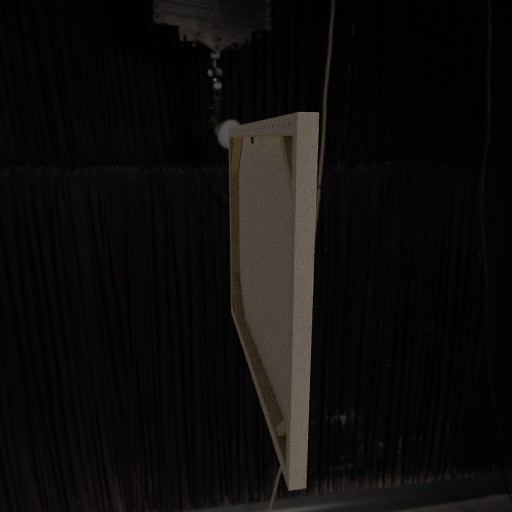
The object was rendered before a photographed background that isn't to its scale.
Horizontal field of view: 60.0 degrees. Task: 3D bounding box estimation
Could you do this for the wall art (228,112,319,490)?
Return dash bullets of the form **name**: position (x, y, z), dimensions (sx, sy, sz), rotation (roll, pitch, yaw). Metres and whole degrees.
- **wall art**: position (0.000, 0.000, 1.328), dimensions (0.038, 0.762, 1.016), rotation (-3, 15, -10)
